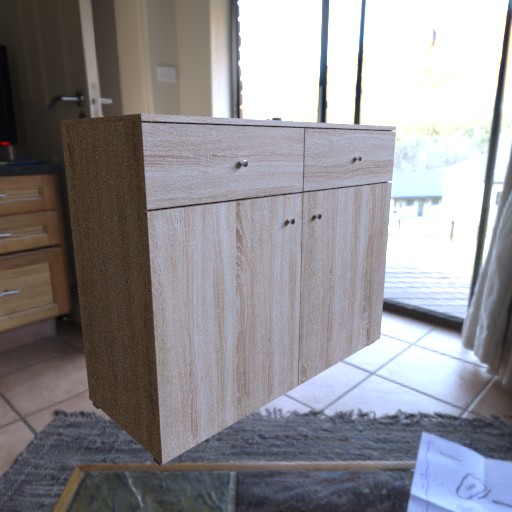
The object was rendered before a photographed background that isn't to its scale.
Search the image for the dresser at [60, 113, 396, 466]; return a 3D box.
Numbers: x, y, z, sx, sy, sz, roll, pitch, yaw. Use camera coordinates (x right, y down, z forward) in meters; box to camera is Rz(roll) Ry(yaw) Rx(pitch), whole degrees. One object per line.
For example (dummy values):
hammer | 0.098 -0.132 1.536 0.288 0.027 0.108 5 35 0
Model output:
dresser | 0.000 0.000 1.574 1.100 0.900 0.450 -14 20 -43
